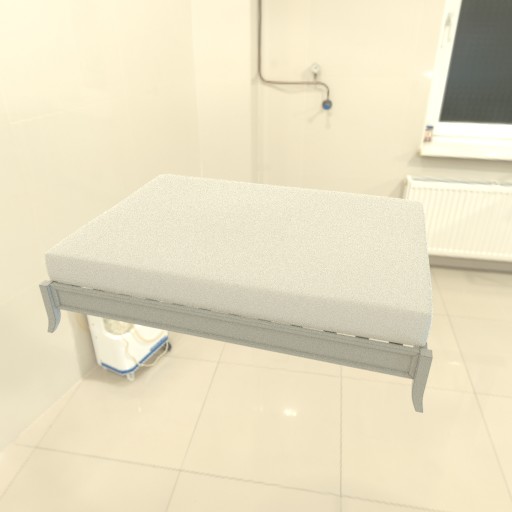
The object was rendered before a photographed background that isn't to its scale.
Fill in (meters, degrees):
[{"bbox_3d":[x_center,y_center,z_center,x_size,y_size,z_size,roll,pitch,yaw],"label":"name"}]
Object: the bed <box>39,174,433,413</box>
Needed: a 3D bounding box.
[{"bbox_3d":[0.000,0.000,2.706,1.985,0.510,1.460,8,30,14],"label":"bed"}]
